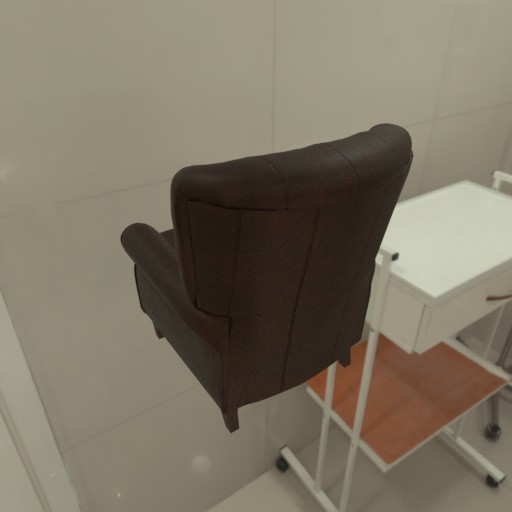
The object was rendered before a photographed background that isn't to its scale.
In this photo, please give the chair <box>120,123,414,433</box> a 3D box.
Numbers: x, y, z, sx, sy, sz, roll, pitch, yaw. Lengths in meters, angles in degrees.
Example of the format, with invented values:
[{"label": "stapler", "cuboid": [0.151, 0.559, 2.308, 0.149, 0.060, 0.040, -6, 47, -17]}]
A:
[{"label": "chair", "cuboid": [0.000, 0.000, 1.885, 0.948, 1.158, 1.058, -20, 36, -29]}]
